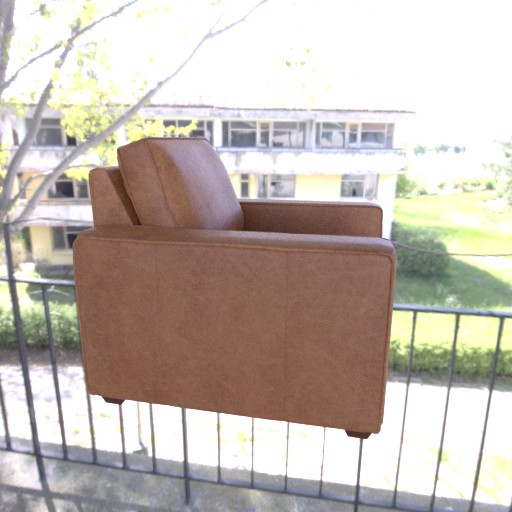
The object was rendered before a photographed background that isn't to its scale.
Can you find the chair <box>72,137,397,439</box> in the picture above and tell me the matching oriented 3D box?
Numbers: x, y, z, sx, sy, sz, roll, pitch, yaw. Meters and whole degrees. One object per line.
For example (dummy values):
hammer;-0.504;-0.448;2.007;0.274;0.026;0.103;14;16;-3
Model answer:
chair;0.000;0.000;1.737;1.027;0.901;0.987;3;15;9
